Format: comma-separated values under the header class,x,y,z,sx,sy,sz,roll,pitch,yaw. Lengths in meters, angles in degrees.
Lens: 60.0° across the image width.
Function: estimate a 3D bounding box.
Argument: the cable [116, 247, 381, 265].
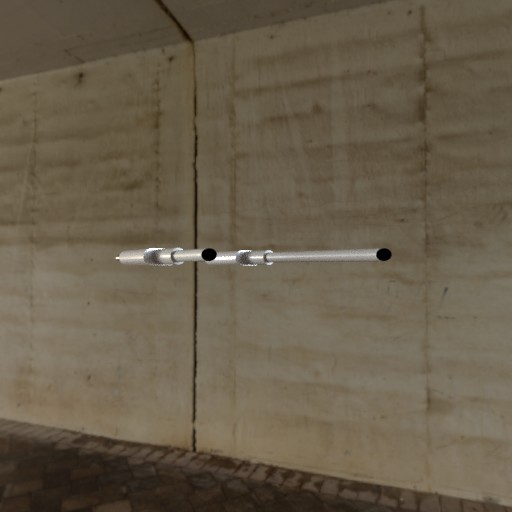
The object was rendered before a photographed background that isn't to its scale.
class,x,y,z,sx,sy,sz,roll,pitch,yaw
cable,0.000,0.000,0.113,0.041,0.005,0.098,1,-2,-37
